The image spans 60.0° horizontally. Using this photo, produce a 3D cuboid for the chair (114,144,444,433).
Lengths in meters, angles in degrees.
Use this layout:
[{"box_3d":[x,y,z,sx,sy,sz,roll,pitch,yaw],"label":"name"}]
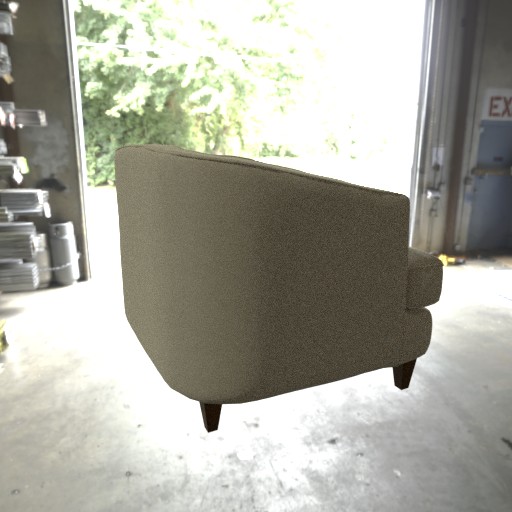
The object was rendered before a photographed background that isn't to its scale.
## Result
[{"box_3d":[0.000,0.000,1.754,0.941,0.852,1.104,-7,15,-26],"label":"chair"}]
